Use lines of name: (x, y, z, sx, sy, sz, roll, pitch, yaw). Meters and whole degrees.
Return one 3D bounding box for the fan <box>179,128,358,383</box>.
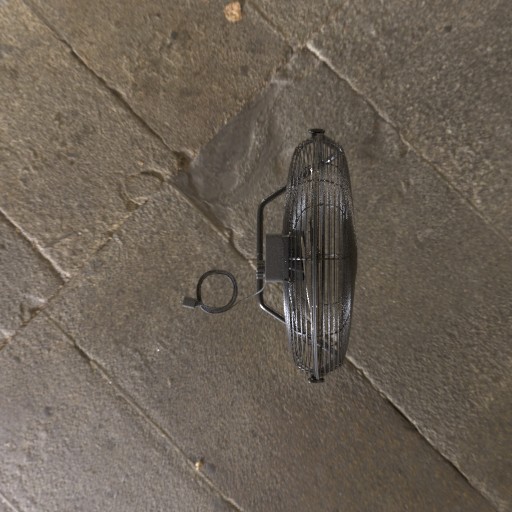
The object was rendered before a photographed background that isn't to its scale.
fan: (0.000, 0.000, 1.025, 0.470, 0.605, 0.595, 0, 91, 1)
